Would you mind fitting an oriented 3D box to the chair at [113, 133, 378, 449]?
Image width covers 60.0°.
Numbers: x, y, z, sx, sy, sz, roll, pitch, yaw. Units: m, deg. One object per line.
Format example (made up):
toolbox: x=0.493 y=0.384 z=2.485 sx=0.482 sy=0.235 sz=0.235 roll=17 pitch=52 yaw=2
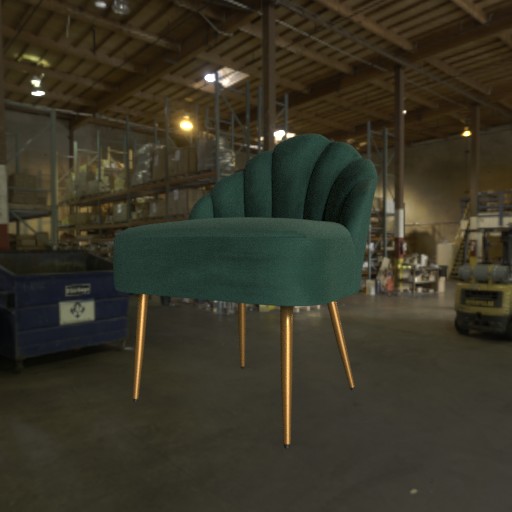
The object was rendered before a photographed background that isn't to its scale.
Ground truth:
chair: x=0.000 y=0.000 z=1.288 sx=0.657 sy=0.819 sz=0.599 roll=1 pitch=1 yaw=35
